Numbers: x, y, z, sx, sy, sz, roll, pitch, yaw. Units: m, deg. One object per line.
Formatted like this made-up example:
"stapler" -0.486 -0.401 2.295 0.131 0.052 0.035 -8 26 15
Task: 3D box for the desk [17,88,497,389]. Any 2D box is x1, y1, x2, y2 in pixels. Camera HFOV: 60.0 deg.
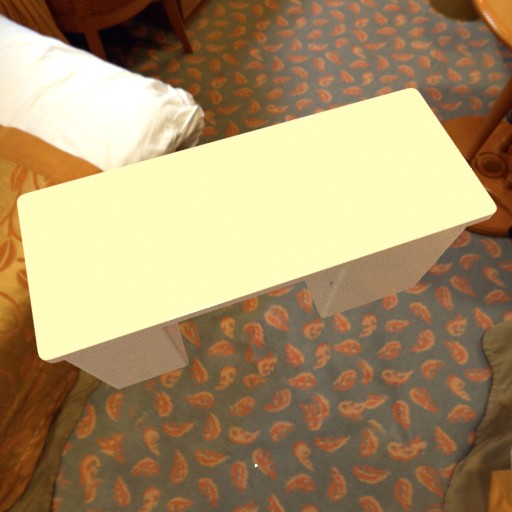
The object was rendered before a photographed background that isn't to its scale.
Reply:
"desk" 0.000 0.000 1.719 1.400 0.762 0.550 -18 66 -8
